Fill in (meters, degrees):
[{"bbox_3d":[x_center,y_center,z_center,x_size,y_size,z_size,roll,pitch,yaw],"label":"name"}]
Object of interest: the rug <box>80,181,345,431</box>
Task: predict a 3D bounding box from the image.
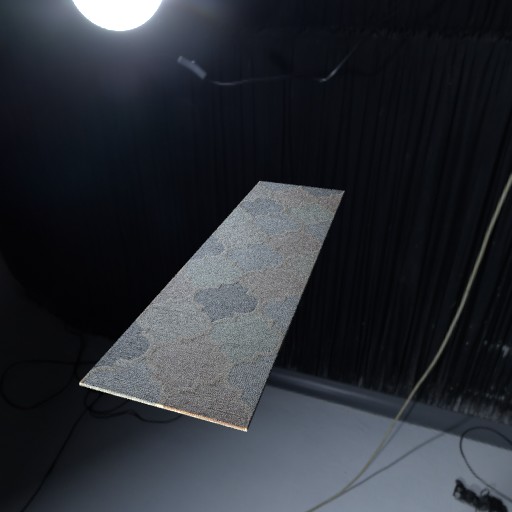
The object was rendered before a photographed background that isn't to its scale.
[{"bbox_3d":[0.000,0.000,2.555,0.687,0.011,2.287,9,32,16],"label":"rug"}]
